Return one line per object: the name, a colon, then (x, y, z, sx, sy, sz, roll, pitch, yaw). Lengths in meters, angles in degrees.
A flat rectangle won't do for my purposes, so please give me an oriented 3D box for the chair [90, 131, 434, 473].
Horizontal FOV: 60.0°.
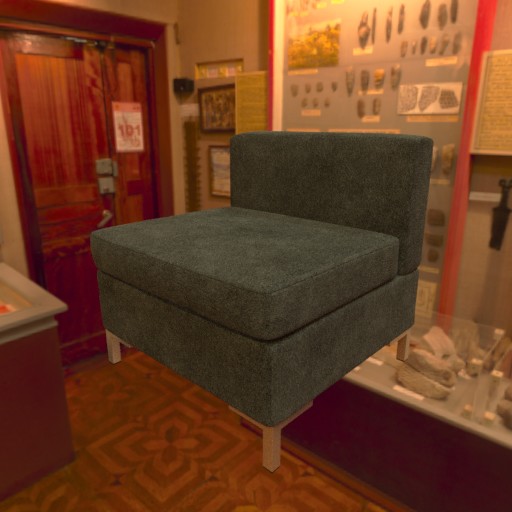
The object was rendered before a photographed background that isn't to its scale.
chair: (0.000, 0.000, 1.238, 0.680, 0.660, 0.680, 15, 22, 41)
